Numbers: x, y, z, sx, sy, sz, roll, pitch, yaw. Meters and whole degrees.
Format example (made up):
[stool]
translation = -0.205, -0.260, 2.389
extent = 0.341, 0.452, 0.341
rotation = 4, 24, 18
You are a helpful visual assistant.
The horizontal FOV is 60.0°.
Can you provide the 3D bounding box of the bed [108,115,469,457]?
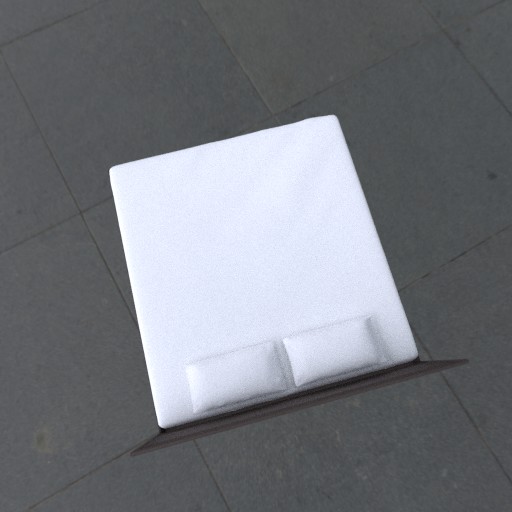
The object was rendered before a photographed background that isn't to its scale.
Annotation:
[bed]
translation = 0.000, 0.000, 3.325
extent = 1.993, 1.173, 2.151
rotation = -14, 76, -4
